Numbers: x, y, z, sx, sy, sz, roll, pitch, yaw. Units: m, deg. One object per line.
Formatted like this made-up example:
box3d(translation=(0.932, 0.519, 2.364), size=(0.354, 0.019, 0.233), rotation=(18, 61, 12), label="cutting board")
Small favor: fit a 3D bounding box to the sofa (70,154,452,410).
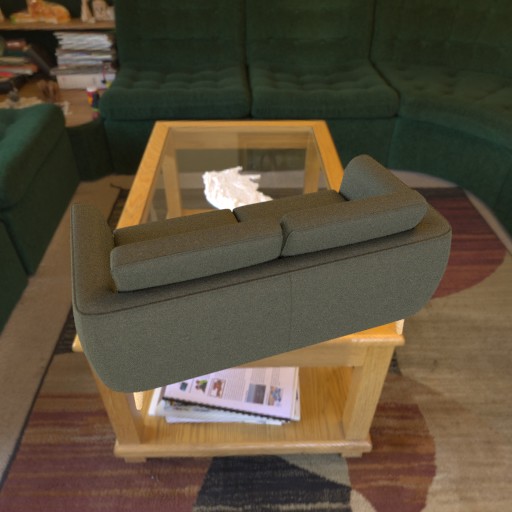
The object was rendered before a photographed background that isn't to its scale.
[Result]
box3d(translation=(0.000, 0.000, 2.225), size=(1.700, 0.850, 0.920), rotation=(-12, 41, -14), label="sofa")
